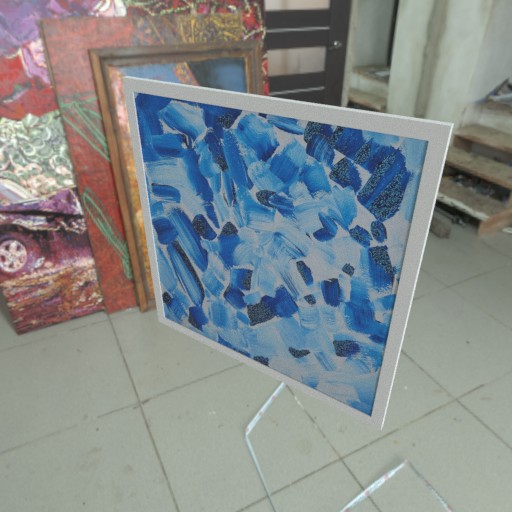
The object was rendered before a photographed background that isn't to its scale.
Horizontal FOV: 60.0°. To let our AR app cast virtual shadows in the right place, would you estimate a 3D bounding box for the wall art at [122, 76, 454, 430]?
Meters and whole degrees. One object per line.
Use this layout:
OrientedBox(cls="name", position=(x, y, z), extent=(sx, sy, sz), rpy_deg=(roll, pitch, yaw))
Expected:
OrientedBox(cls="wall art", position=(0.000, 0.000, 0.950), extent=(0.660, 0.660, 0.015), rpy_deg=(19, 37, 28))
